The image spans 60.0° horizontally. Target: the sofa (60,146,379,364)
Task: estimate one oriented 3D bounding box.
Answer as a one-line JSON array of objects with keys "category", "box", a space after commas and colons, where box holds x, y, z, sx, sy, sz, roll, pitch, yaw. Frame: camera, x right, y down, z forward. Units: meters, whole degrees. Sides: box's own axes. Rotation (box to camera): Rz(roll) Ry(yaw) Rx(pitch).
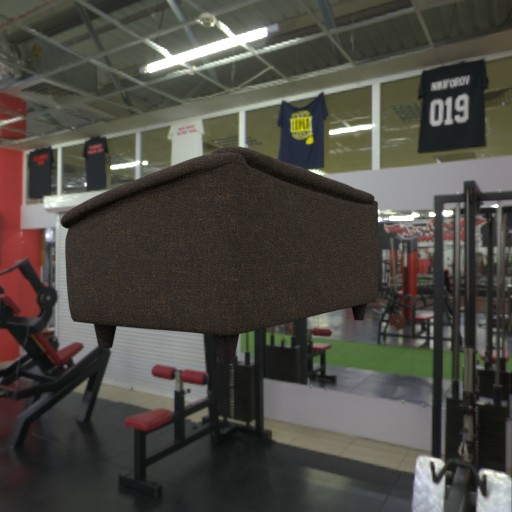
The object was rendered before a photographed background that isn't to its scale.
[{"category": "sofa", "box": [0.000, 0.000, 2.371, 0.887, 0.790, 1.849, 0, -1, 33]}]
